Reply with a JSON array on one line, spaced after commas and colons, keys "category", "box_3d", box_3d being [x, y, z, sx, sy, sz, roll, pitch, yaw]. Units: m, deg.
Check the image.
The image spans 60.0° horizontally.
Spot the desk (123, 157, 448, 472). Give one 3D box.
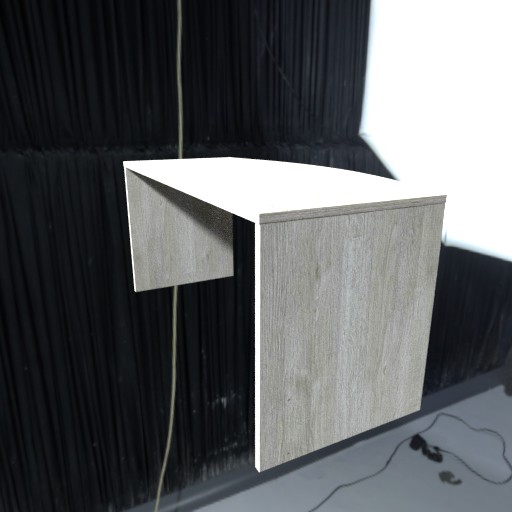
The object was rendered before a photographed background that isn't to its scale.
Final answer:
[{"category": "desk", "box_3d": [0.000, 0.000, 2.013, 0.802, 0.752, 1.600, -8, 19, -26]}]
